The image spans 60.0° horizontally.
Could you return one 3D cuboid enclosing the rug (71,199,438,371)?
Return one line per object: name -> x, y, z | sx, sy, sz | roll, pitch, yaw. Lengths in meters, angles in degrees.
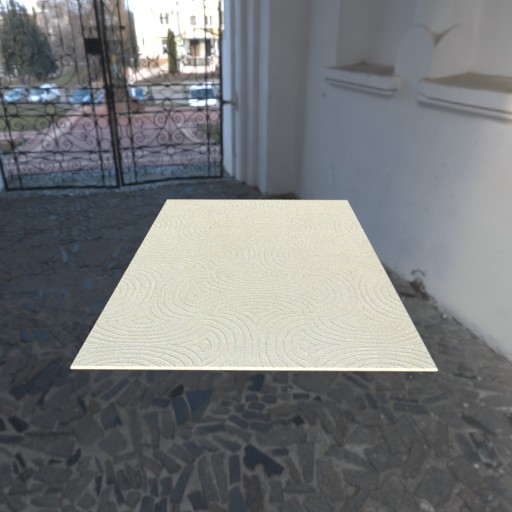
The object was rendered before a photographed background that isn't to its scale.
rug -> 0.000, 0.000, 2.794 | 1.526, 0.015, 2.132 | 0, 26, 0
